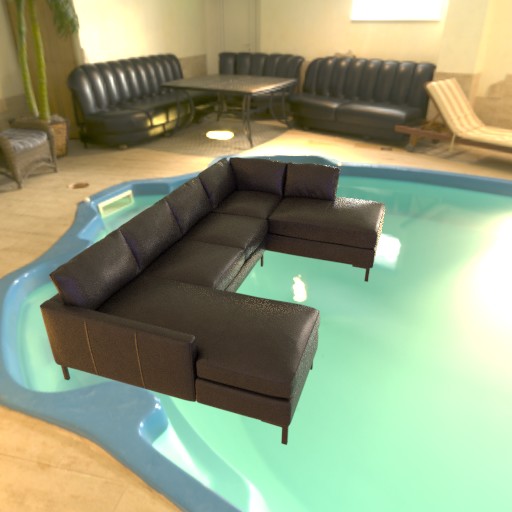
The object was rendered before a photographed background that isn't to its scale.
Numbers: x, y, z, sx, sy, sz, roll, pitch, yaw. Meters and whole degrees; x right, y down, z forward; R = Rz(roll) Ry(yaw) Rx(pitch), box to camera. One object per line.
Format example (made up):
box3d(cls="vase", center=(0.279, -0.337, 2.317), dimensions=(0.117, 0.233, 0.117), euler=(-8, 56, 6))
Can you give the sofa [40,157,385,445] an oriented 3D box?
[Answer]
box3d(cls="sofa", center=(0.000, 0.000, 3.877), dimensions=(1.939, 0.900, 2.956), euler=(10, 30, 17))
